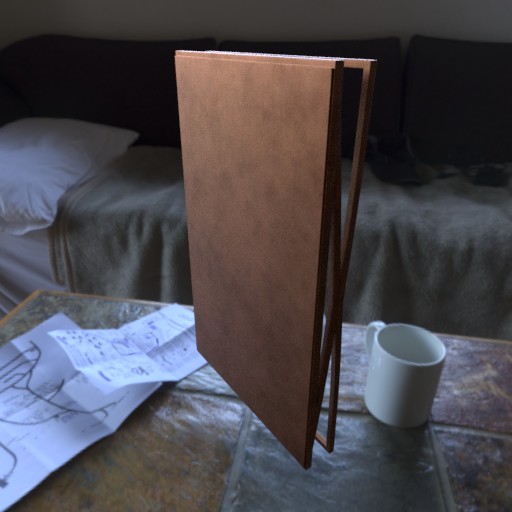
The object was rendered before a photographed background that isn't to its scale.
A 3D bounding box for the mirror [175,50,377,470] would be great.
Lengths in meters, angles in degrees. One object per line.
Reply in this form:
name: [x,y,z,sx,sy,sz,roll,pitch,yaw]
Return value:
mirror: [0.000,0.000,0.926,0.082,0.768,0.468,-17,31,-31]
